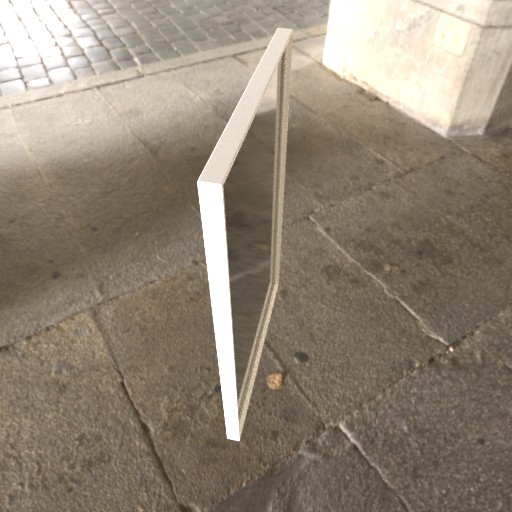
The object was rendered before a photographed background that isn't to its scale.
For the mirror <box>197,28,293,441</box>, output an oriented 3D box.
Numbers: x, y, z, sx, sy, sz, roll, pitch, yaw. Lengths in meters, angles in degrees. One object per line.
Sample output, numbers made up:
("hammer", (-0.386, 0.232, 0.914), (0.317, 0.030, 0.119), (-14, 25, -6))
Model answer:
("mirror", (0.000, 0.000, 1.158), (0.041, 0.915, 0.609), (9, 47, 9))
